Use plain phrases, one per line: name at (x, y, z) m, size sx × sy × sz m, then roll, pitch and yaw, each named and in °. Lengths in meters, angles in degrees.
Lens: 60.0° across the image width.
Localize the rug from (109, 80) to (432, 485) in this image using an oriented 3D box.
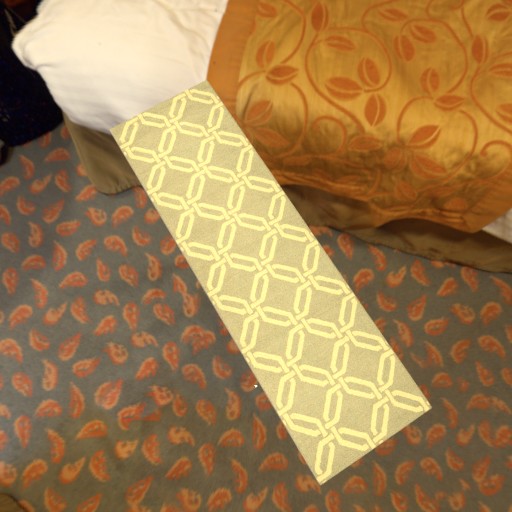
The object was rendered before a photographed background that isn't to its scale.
rug at (0.000, 0.000, 2.444) m, size 0.678 × 0.014 × 2.276 m, roll -31°, pitch 76°, yaw -8°
